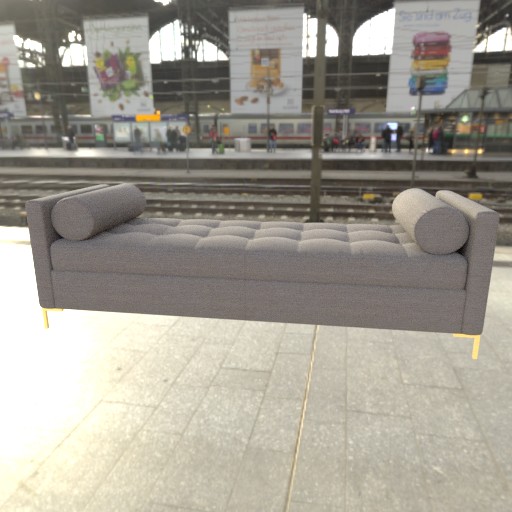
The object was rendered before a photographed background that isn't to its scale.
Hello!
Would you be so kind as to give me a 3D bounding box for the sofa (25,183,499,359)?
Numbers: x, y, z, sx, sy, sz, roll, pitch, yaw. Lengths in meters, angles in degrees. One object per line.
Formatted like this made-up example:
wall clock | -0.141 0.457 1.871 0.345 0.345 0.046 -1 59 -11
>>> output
sofa | 0.000 0.000 2.222 1.981 0.635 0.686 2 16 8
